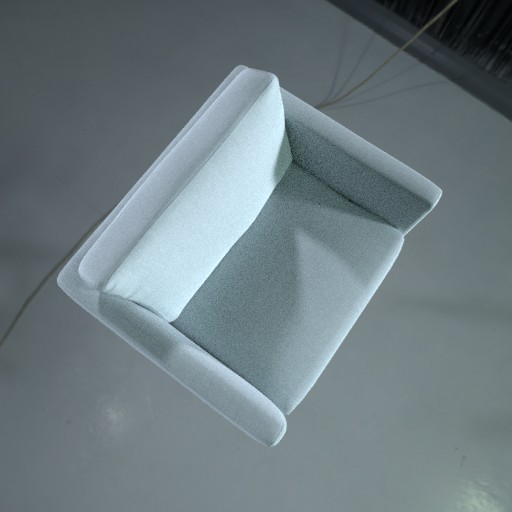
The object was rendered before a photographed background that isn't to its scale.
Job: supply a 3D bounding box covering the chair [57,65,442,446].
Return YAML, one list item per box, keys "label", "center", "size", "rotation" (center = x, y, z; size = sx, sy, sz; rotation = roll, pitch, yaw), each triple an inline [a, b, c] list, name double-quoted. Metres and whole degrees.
- label: "chair"
  center: [0.000, 0.000, 1.809]
  size: [0.953, 0.961, 1.107]
  rotation: [35, 78, 9]
